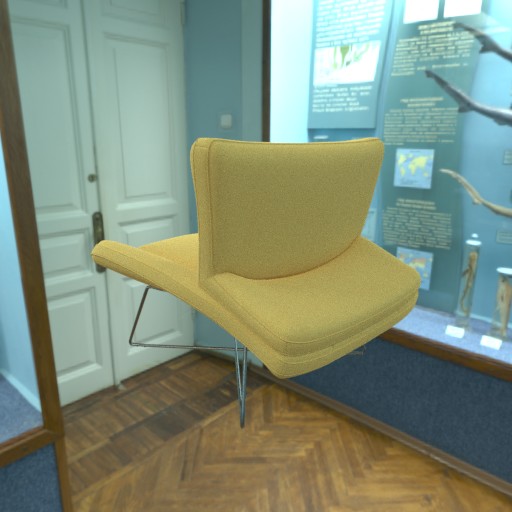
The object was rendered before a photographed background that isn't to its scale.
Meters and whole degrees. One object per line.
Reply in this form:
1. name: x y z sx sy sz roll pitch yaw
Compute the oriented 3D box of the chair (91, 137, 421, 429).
1. chair: 0.000 0.000 1.655 0.859 0.855 1.008 -14 21 -43
